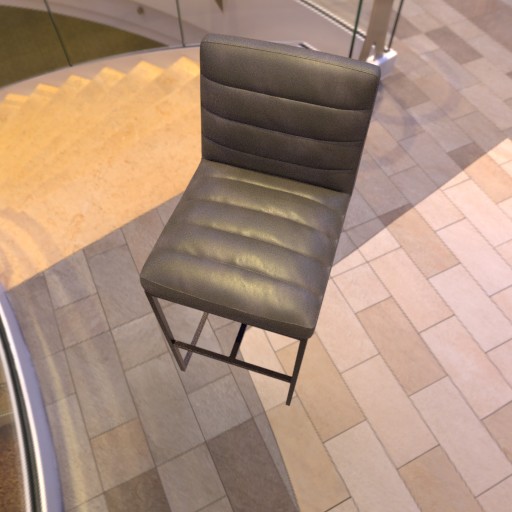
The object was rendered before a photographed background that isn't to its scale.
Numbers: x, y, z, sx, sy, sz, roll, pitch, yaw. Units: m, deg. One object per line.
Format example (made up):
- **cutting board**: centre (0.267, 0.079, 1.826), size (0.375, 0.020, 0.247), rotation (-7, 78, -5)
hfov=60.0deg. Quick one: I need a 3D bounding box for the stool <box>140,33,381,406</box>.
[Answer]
- **stool**: centre (0.000, 0.000, 1.360), size (0.463, 1.065, 0.562), rotation (15, 59, 9)
